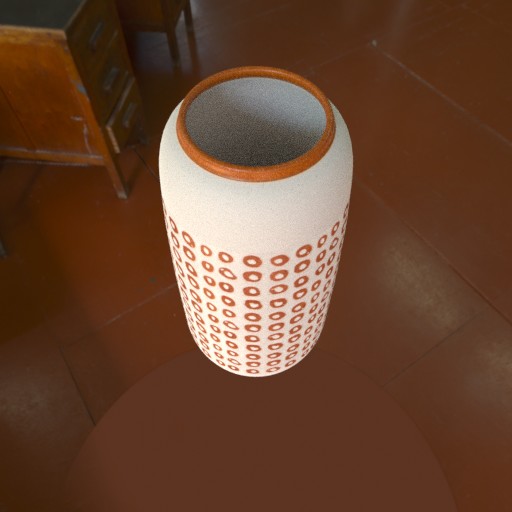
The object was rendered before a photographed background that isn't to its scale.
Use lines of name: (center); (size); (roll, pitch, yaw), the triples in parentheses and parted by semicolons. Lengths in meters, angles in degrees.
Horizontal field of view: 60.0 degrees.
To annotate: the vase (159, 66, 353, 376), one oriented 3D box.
vase: (0.000, 0.000, 0.351); (0.133, 0.282, 0.133); (0, 58, 0)
